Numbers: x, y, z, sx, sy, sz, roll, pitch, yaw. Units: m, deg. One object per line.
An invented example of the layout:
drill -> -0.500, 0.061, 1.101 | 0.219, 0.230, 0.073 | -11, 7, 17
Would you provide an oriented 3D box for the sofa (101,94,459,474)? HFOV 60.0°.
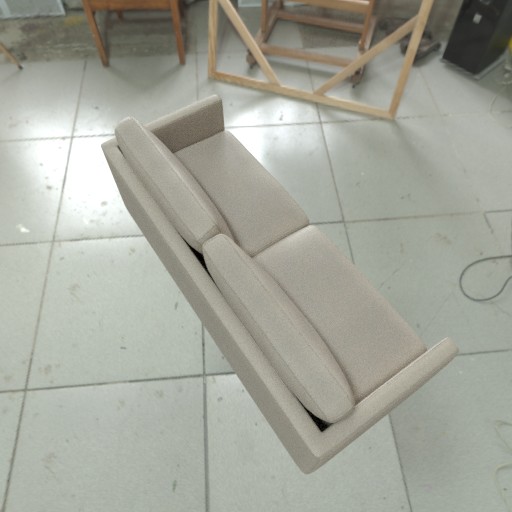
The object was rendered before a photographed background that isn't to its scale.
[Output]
sofa -> 0.000, 0.000, 2.811 | 0.951, 0.968, 2.361 | -30, 63, -17
